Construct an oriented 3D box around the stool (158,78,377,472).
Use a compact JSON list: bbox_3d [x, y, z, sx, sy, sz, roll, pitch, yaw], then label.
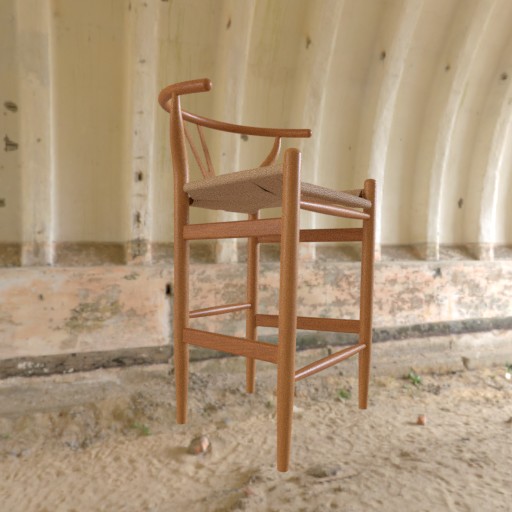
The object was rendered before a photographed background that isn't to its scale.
[{"bbox_3d":[0.000,0.000,1.349,0.579,0.970,0.569,0,0,35],"label":"stool"}]
